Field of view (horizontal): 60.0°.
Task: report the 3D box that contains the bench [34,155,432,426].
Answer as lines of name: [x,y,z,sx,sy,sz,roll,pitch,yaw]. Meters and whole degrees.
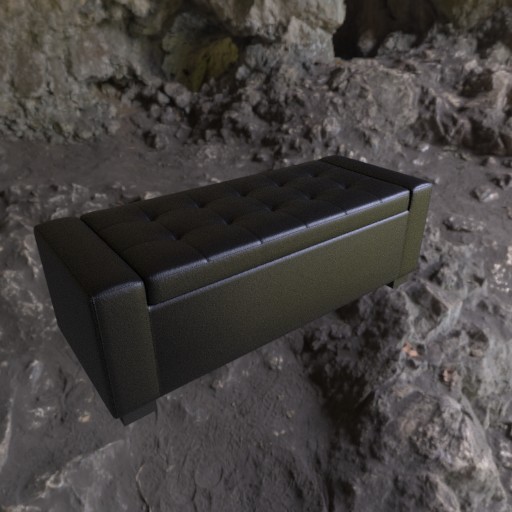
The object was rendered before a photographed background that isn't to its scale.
bench: [0.000,0.000,1.579,1.296,0.445,0.508,-20,34,-32]
